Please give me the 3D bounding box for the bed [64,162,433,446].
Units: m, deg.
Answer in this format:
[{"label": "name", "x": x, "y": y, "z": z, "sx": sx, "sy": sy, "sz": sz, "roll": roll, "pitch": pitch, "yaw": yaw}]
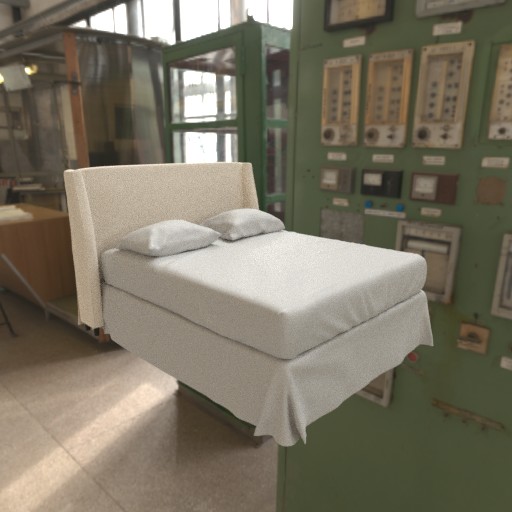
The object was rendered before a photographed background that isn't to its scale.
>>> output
[{"label": "bed", "x": 0.000, "y": 0.000, "z": 3.424, "sx": 2.276, "sy": 1.332, "sz": 1.925, "roll": 14, "pitch": 20, "yaw": 43}]
